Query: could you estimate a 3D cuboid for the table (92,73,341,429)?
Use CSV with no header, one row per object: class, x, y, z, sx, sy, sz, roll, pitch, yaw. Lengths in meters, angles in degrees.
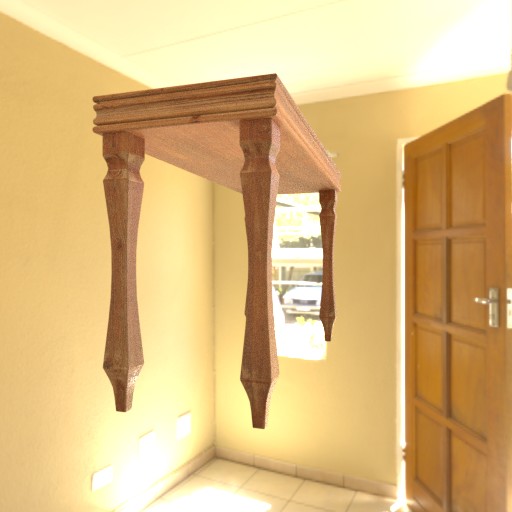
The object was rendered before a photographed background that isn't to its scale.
table,0.000,0.000,1.768,0.522,0.873,1.330,0,0,17
